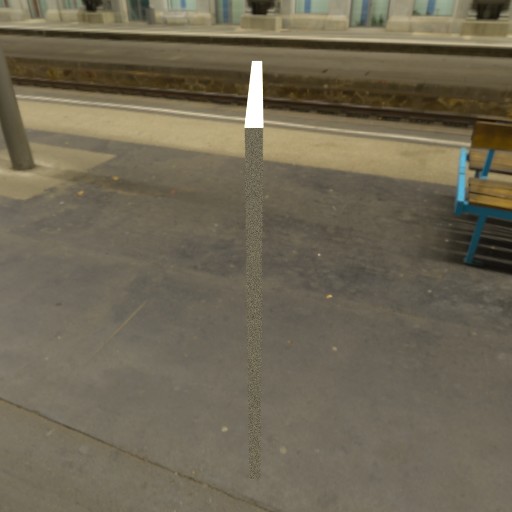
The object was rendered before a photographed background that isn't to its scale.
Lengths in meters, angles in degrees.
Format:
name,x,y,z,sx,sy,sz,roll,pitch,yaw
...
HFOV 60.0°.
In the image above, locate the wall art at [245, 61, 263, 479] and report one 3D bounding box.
name,x,y,z,sx,sy,sz,roll,pitch,yaw
wall art,0.000,0.000,1.105,0.026,0.811,0.661,0,31,0
